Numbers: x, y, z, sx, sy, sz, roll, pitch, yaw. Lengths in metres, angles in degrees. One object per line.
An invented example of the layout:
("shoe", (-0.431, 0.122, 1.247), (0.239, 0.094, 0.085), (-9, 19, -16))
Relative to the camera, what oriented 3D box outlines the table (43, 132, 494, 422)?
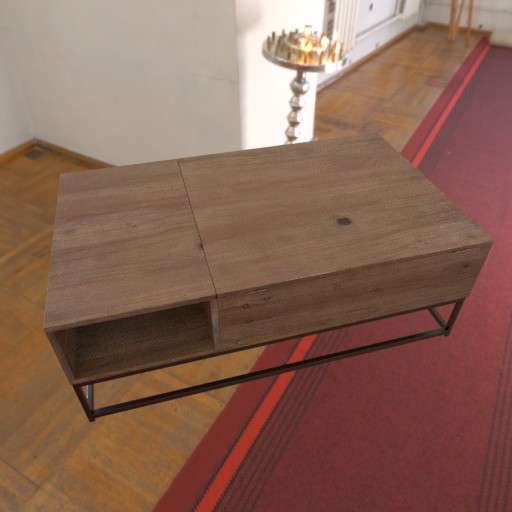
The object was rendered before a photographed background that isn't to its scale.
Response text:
("table", (0.000, 0.000, 1.399), (1.101, 0.395, 0.655), (-10, 42, -12))
